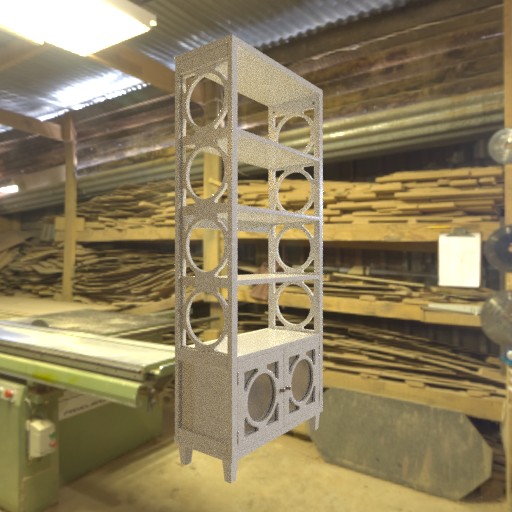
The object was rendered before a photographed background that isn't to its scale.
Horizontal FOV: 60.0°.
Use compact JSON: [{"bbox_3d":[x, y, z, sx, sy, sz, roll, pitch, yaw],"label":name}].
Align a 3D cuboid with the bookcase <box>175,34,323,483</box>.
[{"bbox_3d":[0.000,0.000,2.185,0.361,1.869,0.761,0,0,37],"label":"bookcase"}]
